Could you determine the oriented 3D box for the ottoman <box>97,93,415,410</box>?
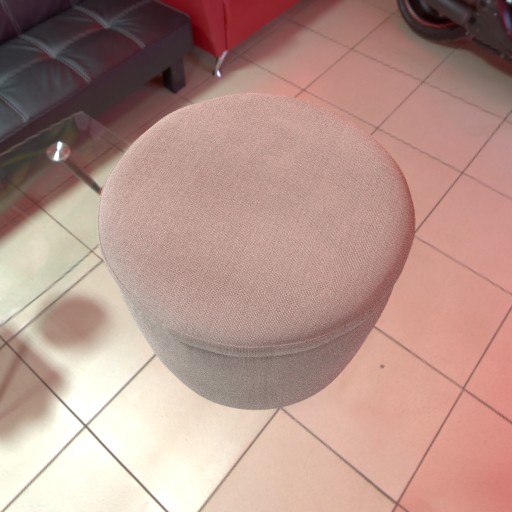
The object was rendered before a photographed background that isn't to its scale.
[{"bbox_3d":[0.000,0.000,0.841,0.497,0.409,0.497,0,59,0],"label":"ottoman"}]
